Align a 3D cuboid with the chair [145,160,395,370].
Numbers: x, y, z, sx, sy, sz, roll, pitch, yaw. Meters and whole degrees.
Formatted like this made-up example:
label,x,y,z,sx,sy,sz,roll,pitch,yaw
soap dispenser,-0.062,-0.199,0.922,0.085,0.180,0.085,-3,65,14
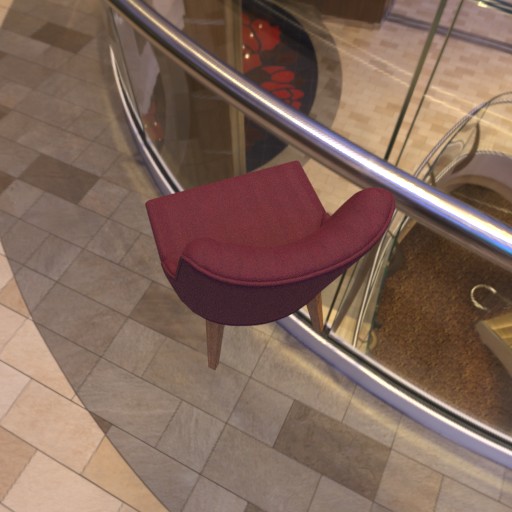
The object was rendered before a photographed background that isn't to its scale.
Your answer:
label,x,y,z,sx,sy,sz,roll,pitch,yaw
chair,0.000,0.000,1.318,0.548,0.916,0.638,-17,61,-10
